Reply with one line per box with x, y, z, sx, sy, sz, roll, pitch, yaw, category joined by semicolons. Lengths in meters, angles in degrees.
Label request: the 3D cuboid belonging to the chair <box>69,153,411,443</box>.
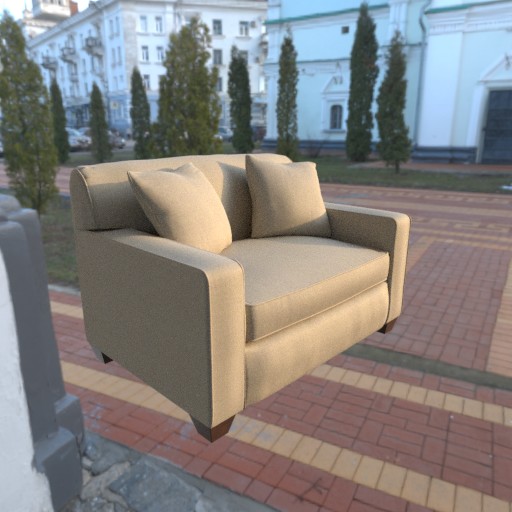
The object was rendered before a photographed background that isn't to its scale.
0.000;0.000;2.182;1.000;0.948;1.383;15;22;42;chair
